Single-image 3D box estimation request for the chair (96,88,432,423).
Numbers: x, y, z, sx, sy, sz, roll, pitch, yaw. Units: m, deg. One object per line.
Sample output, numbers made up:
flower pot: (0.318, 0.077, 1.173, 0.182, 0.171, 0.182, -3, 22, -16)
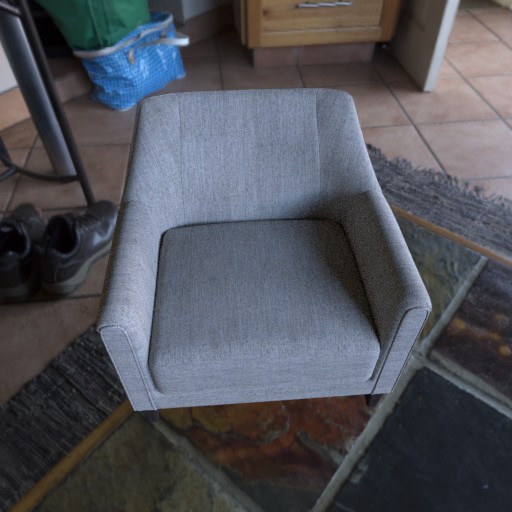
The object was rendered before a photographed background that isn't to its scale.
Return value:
chair: (0.000, 0.000, 1.390, 0.796, 0.761, 0.758, -3, 47, -3)
